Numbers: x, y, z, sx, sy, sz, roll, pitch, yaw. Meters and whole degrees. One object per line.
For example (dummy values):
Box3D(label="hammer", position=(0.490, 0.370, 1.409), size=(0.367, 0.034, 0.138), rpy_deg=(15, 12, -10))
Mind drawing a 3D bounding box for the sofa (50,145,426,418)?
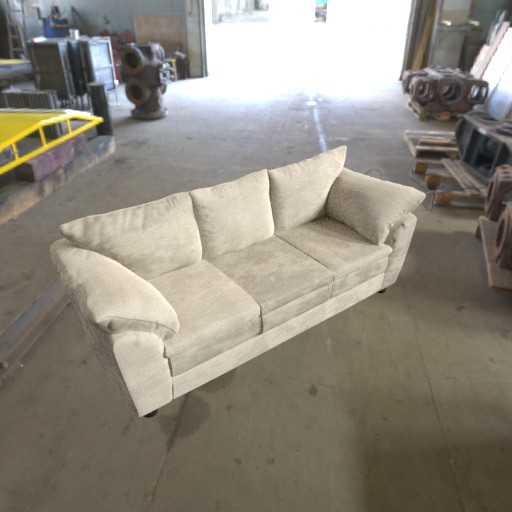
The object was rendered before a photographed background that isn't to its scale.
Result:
Box3D(label="sofa", position=(0.000, 0.000, 2.912), size=(2.377, 0.981, 0.893), rpy_deg=(-21, 36, -32))
